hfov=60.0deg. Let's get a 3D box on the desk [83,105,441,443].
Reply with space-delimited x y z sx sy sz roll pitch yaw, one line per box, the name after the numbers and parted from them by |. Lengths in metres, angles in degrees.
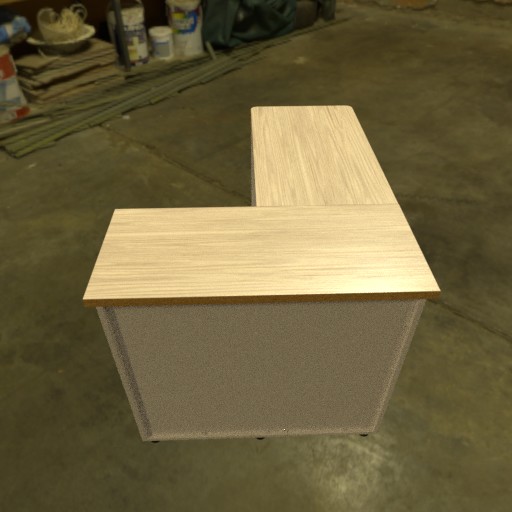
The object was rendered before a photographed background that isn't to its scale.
0.000 0.000 1.801 0.900 0.760 1.170 -1 41 -1 | desk
